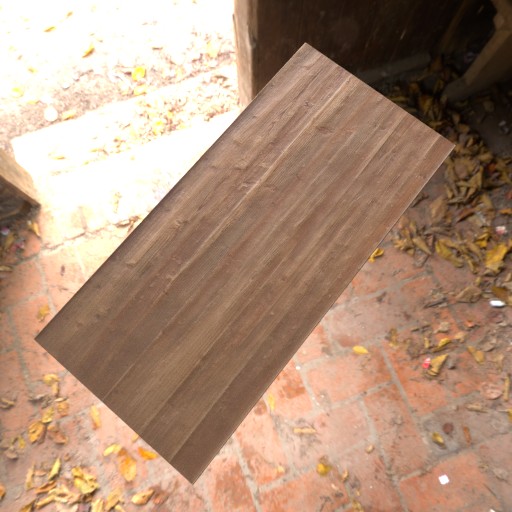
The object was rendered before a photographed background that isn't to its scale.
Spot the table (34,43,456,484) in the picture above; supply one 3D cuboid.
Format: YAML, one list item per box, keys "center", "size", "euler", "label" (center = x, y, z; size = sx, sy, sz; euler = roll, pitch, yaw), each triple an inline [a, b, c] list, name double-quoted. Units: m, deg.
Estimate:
- center: [0.000, 0.000, 2.473]
  size: [0.952, 0.760, 2.003]
  euler: [38, 79, 9]
  label: "table"
